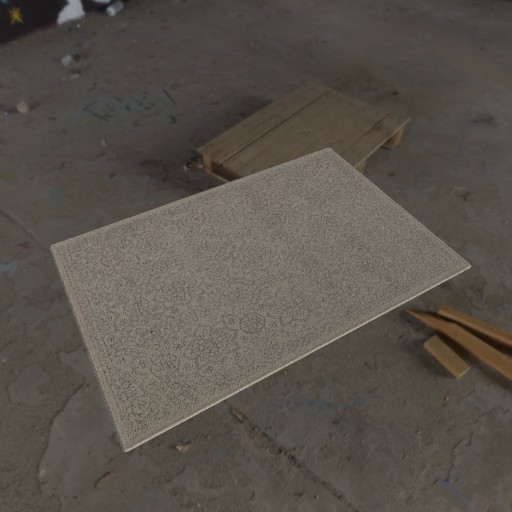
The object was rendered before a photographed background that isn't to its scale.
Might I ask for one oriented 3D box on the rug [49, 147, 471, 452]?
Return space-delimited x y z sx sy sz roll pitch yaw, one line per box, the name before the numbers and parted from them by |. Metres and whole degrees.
rug | 0.000 0.000 2.298 1.829 0.010 1.219 -23 52 -20
